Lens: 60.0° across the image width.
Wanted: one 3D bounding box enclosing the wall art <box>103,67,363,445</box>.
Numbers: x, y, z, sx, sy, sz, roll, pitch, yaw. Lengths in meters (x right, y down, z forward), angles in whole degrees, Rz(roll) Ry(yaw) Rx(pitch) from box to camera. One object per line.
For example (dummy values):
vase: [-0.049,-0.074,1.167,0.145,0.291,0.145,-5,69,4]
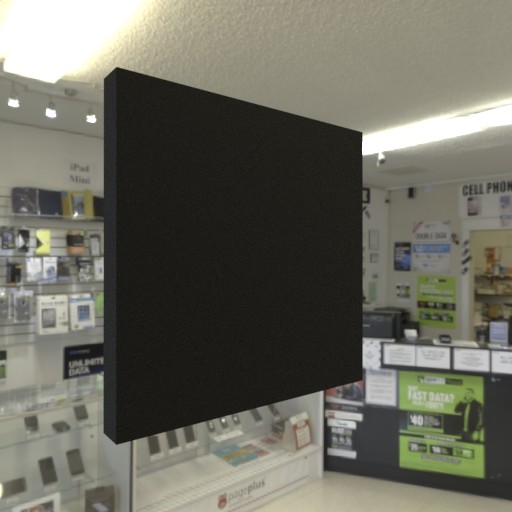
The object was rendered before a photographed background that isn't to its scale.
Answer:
wall art: [0.000,0.000,0.463,0.308,0.305,0.030,0,0,-38]
